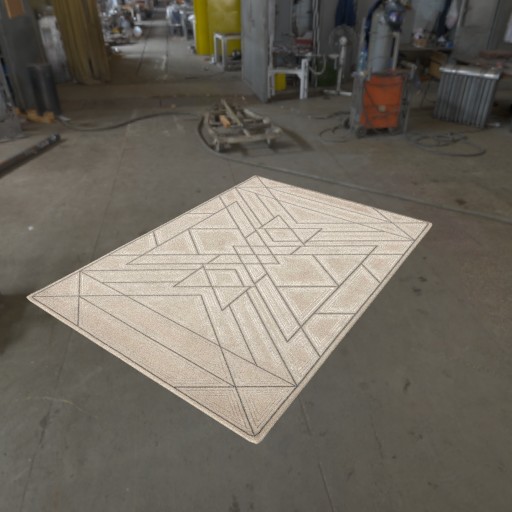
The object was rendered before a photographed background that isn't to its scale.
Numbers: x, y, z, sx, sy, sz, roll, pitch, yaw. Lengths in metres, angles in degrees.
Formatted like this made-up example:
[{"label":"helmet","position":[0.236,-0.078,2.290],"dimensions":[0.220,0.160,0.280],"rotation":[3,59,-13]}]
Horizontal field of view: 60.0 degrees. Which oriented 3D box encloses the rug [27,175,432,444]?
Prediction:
[{"label":"rug","position":[0.000,0.000,4.355],"dimensions":[2.436,0.026,3.381],"rotation":[21,38,29]}]
